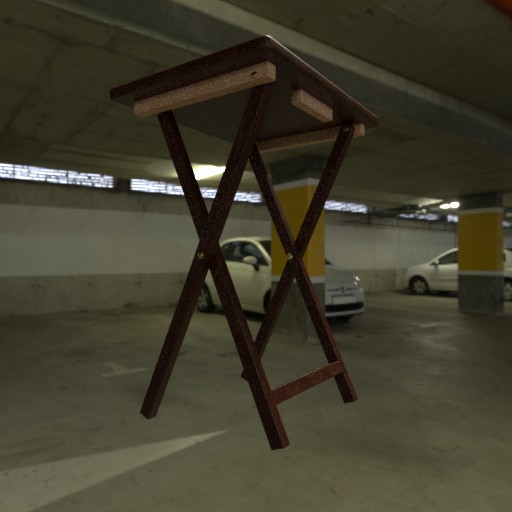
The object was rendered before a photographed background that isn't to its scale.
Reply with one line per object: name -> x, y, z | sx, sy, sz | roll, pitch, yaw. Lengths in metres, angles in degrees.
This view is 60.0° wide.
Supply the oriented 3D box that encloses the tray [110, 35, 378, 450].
tray -> 0.000, 0.000, 0.964 | 0.381, 0.660, 0.483 | 0, -1, 35
